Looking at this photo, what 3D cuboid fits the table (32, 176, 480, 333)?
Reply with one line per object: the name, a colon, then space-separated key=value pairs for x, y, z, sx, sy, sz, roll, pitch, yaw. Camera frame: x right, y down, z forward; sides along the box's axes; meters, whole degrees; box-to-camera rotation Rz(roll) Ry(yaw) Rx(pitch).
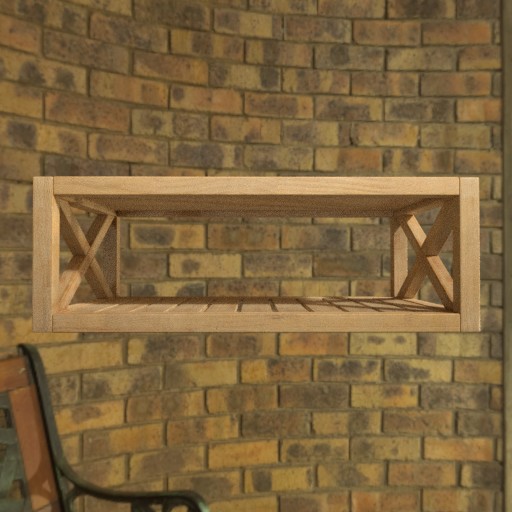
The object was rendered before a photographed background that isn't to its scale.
table: x=0.000 y=0.000 z=1.625 sx=1.321 sy=0.457 sz=0.660 roll=0 pitch=-1 yaw=0
